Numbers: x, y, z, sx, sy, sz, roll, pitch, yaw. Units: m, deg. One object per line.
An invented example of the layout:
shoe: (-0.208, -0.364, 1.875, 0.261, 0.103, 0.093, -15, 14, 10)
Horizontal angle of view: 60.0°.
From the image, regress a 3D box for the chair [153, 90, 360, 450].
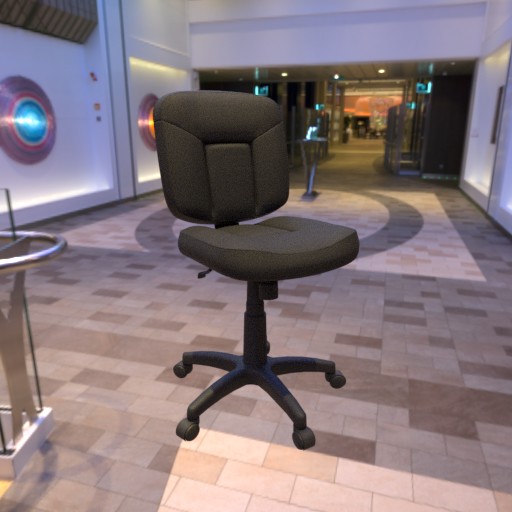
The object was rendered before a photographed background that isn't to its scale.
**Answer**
chair: (0.000, 0.000, 1.339, 0.610, 0.972, 0.610, -9, 19, -28)
